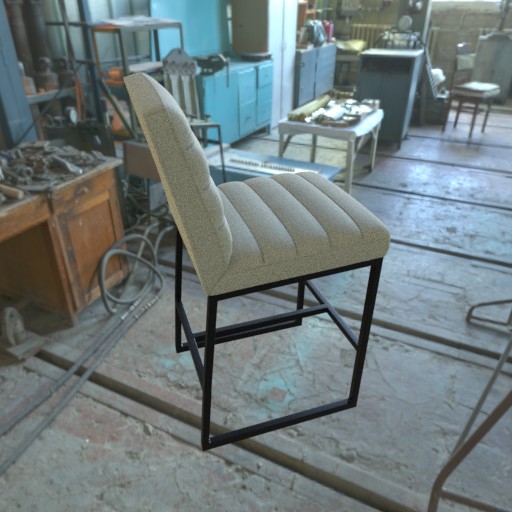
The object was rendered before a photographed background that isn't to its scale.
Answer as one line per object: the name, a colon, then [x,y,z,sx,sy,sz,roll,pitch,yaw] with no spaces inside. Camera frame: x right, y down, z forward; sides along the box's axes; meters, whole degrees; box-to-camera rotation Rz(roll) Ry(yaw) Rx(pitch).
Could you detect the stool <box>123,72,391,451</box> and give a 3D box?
stool: [0.000,0.000,1.245,0.560,0.940,0.460,-10,32,-16]
